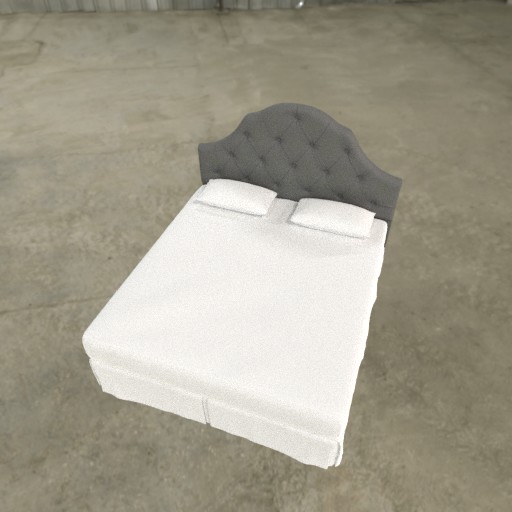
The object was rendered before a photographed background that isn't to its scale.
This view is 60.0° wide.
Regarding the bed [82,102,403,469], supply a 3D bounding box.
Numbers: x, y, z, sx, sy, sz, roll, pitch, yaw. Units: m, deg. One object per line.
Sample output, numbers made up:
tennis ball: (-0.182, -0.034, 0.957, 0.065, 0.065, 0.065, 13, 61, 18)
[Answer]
bed: (0.000, 0.000, 3.538, 2.008, 1.615, 2.214, 13, 44, 14)
